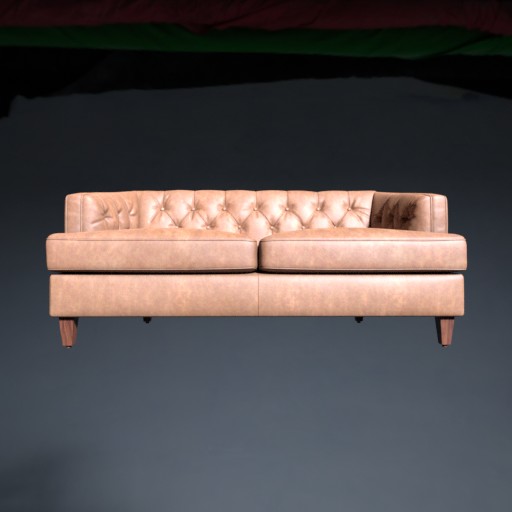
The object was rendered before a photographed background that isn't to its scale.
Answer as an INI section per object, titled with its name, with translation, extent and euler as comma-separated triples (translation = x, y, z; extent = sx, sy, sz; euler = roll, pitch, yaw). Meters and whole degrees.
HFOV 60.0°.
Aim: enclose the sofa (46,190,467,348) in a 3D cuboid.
[sofa]
translation = 0.000, 0.000, 2.271
extent = 1.755, 0.786, 0.914
euler = 0, -1, -1
